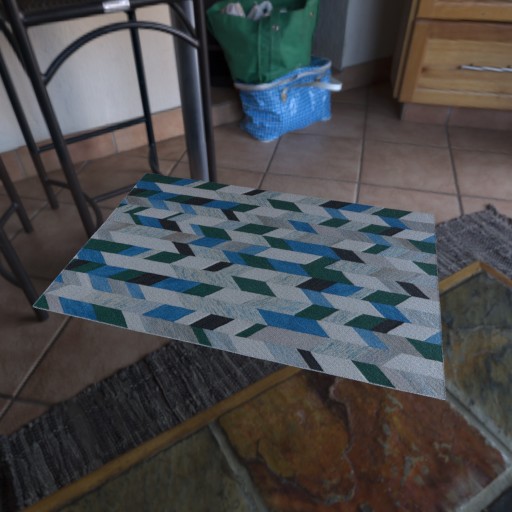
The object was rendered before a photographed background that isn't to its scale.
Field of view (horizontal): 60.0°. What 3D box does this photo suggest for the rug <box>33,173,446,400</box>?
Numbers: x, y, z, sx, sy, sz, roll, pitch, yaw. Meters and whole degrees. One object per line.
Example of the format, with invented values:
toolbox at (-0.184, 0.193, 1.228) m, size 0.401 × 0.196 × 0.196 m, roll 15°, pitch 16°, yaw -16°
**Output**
rug at (0.000, 0.000, 2.311) m, size 1.827 × 0.005 × 1.229 m, roll 10°, pitch 43°, yaw 11°
